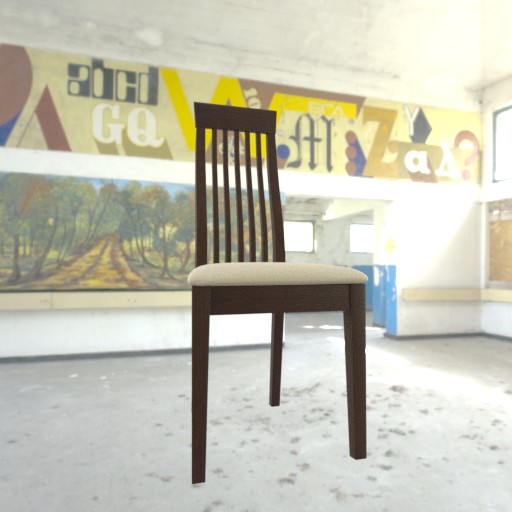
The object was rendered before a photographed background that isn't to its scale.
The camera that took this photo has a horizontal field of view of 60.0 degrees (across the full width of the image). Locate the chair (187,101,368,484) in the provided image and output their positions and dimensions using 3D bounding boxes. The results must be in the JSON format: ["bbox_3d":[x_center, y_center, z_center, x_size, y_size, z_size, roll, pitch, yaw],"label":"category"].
[{"bbox_3d":[0.000,0.000,1.278,0.460,1.027,0.474,0,-1,-17],"label":"chair"}]
